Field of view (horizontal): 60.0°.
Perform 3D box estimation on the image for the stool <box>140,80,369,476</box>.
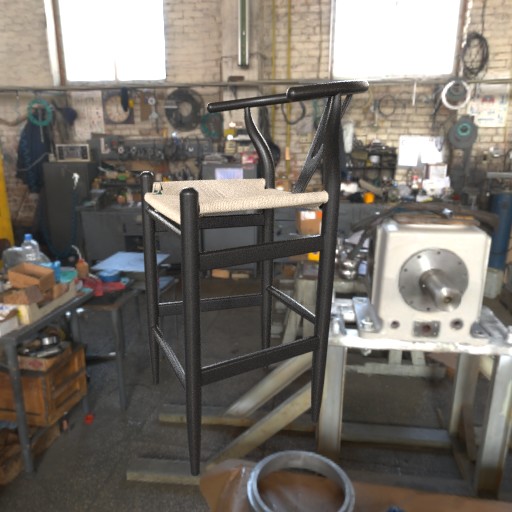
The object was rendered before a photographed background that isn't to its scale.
[{"bbox_3d":[0.000,0.000,1.307,0.579,0.970,0.569,-7,17,-23],"label":"stool"}]
